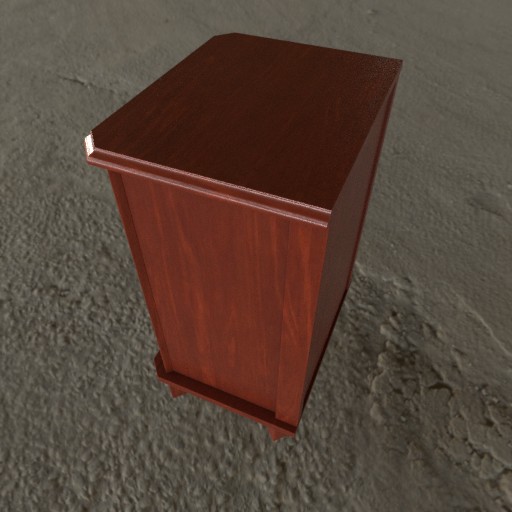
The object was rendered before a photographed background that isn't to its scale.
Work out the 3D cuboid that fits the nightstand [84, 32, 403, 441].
[{"bbox_3d":[0.000,0.000,0.891,0.351,0.681,0.435,17,49,16],"label":"nightstand"}]
